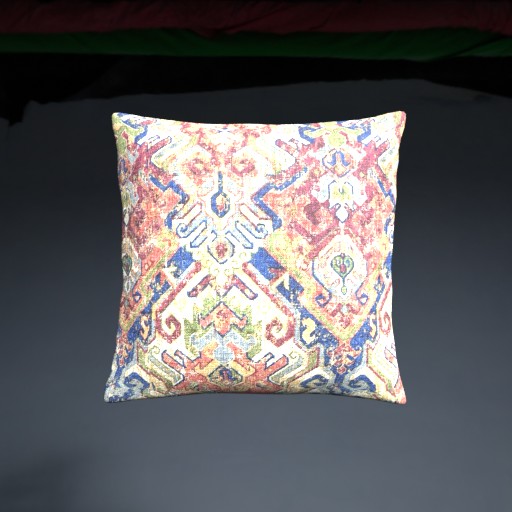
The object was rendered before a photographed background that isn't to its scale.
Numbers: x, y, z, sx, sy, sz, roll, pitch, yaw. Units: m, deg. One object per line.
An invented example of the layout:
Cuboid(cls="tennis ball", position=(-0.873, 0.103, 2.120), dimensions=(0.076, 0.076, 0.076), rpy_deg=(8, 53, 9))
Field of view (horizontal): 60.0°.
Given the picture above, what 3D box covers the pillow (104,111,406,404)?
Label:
Cuboid(cls="pillow", position=(0.000, 0.000, 0.770), dimensions=(0.523, 0.506, 0.166), rpy_deg=(0, -1, 1))
